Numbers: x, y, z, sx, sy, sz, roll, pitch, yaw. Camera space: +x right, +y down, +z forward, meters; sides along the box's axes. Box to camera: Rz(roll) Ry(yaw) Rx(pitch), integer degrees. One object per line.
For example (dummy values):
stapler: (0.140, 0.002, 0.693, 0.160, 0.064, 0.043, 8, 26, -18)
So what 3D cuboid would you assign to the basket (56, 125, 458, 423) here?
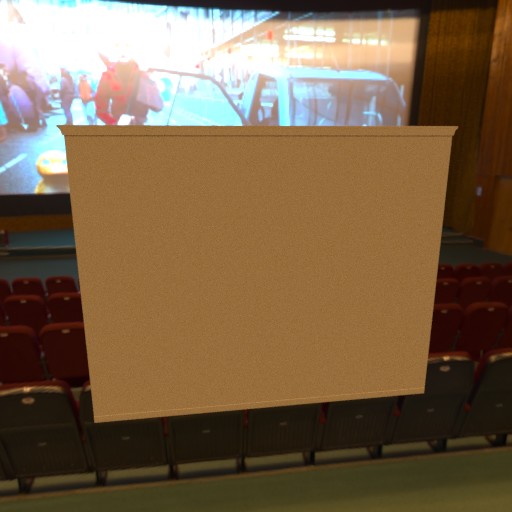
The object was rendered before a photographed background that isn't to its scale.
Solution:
basket: (0.000, 0.000, 1.124, 0.792, 0.625, 0.376, -2, 15, -8)
